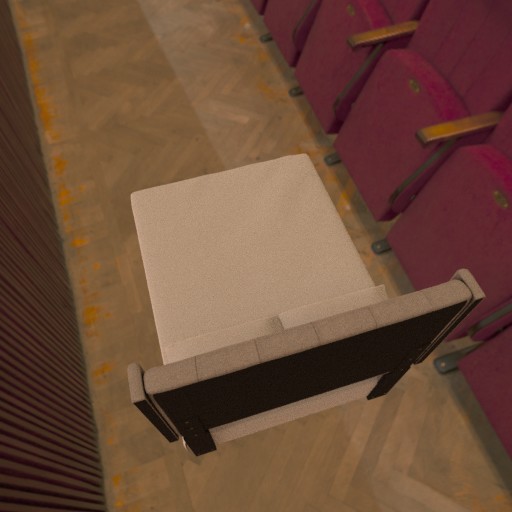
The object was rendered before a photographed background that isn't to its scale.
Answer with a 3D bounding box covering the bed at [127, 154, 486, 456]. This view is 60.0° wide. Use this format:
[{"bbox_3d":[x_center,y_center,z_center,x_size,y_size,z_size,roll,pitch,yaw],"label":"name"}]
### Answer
[{"bbox_3d":[0.000,0.000,3.193,1.719,1.665,2.066,-15,59,-9],"label":"bed"}]
